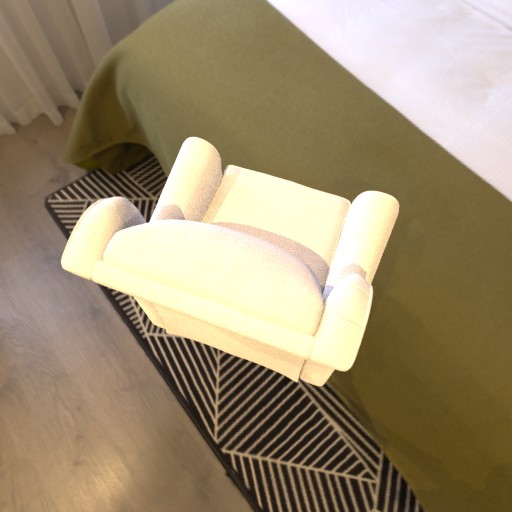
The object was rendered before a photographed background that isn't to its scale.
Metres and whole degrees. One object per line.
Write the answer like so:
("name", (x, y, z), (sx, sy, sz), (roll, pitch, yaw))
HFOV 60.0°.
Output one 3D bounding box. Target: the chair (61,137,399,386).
("chair", (0.000, 0.000, 1.664), (0.906, 0.967, 0.854), (18, 64, 9))
